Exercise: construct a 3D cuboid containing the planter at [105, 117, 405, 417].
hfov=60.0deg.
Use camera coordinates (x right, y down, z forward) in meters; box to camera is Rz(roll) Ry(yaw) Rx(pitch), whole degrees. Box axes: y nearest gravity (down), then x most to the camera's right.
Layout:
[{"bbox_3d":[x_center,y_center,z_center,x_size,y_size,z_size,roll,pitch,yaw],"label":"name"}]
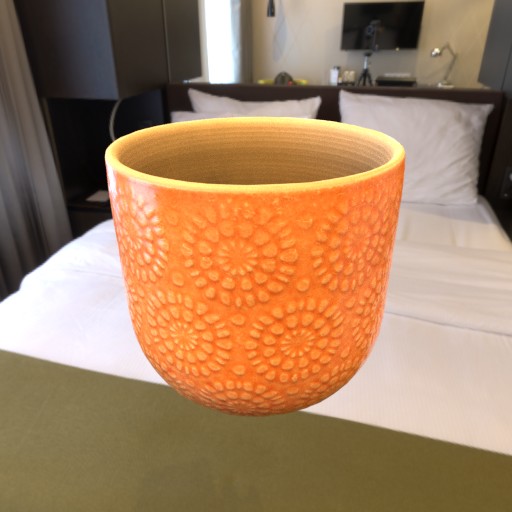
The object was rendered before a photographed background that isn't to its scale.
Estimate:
[{"bbox_3d":[0.000,0.000,0.282,0.170,0.152,0.170,0,27,0],"label":"planter"}]
